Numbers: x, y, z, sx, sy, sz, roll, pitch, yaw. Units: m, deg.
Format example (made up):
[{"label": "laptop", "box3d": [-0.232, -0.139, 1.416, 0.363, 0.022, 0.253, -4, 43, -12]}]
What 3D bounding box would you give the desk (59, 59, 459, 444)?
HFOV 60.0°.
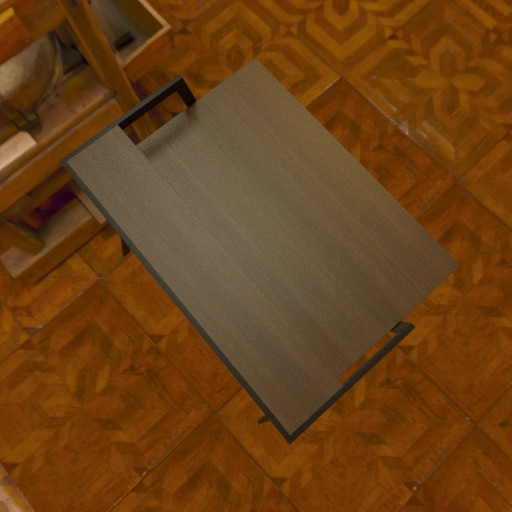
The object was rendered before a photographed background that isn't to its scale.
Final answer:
[{"label": "desk", "box3d": [0.000, 0.000, 1.893, 0.936, 0.998, 1.143, -40, 79, -9]}]
